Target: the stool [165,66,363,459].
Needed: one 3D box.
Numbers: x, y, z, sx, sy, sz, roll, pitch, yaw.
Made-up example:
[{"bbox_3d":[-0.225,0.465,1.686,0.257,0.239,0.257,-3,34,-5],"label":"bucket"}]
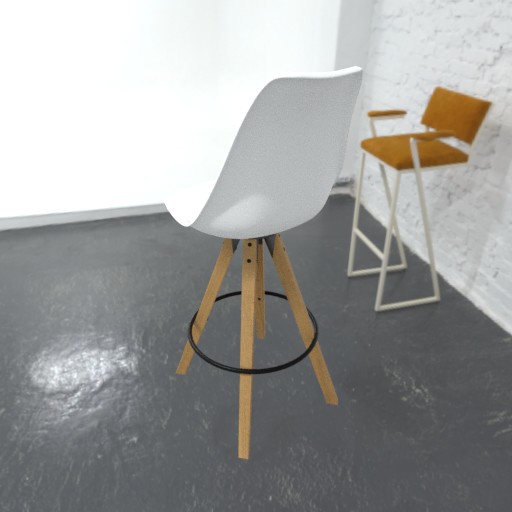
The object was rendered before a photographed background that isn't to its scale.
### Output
[{"bbox_3d":[0.000,0.000,1.370,0.482,1.115,0.549,-19,34,-30],"label":"stool"}]
